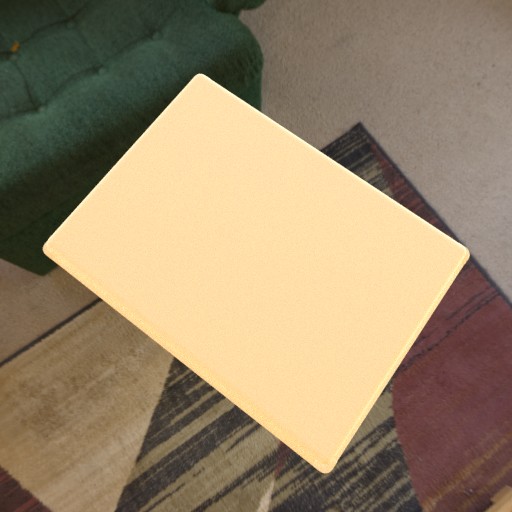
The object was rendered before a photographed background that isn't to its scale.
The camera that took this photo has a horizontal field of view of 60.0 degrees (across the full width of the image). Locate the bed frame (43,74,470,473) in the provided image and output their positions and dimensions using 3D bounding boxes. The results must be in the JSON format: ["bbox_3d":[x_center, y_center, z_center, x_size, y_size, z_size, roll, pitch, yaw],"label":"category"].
[{"bbox_3d":[0.000,0.000,2.522,1.900,0.406,1.400,36,78,9],"label":"bed frame"}]
